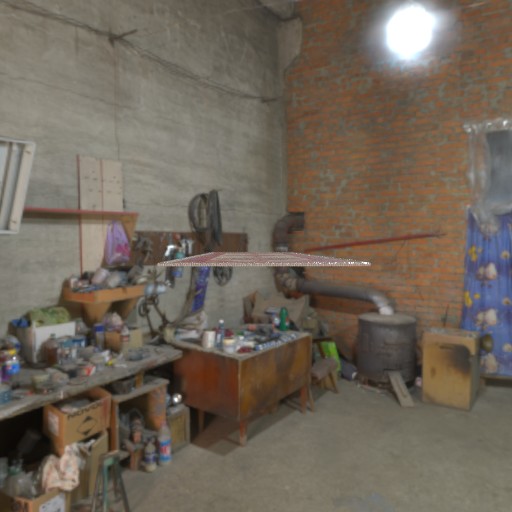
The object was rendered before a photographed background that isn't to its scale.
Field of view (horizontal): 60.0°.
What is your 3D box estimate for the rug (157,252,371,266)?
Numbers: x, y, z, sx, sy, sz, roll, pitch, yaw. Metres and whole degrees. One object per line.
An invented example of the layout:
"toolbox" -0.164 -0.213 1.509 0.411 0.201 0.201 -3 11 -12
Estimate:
"rug" 0.000 0.000 2.506 0.666 0.011 2.294 0 1 -1
